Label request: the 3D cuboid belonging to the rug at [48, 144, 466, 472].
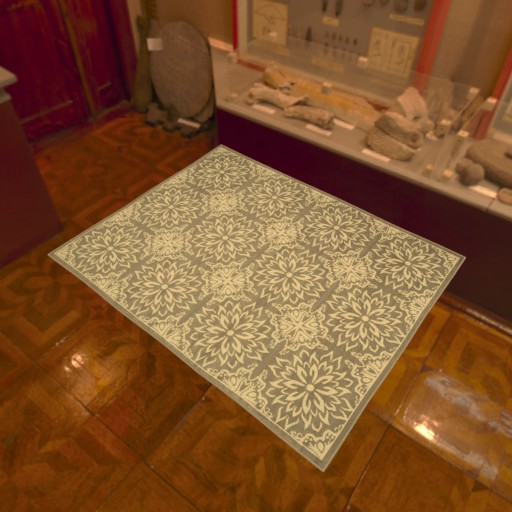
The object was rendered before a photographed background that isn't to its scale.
[{"bbox_3d":[0.000,0.000,4.023,2.980,0.012,2.363,30,53,26],"label":"rug"}]
